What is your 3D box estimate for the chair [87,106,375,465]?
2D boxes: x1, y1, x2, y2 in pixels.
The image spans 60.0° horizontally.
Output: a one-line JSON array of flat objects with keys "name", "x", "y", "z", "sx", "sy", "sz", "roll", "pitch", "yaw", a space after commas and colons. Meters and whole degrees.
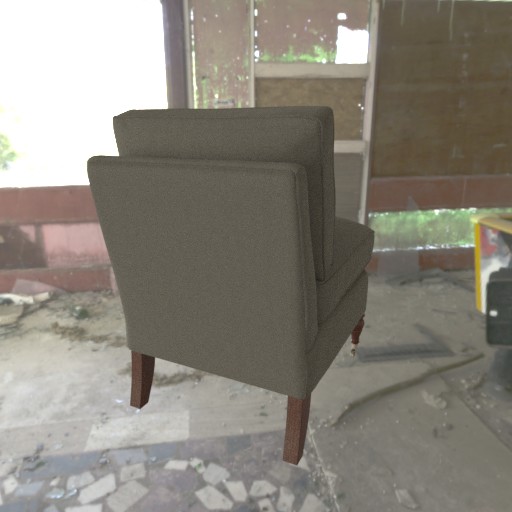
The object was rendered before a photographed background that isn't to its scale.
[{"name": "chair", "x": 0.000, "y": 0.000, "z": 1.666, "sx": 0.724, "sy": 1.045, "sz": 0.924, "roll": 8, "pitch": 18, "yaw": 26}]
